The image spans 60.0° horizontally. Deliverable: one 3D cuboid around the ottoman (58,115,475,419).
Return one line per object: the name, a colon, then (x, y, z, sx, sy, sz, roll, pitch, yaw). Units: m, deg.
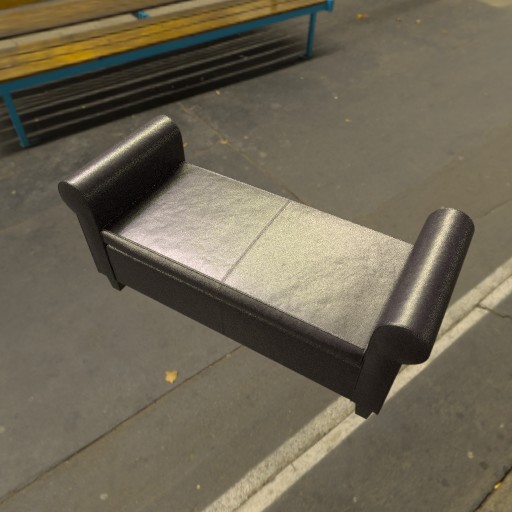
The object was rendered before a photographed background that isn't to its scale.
ottoman: (0.000, 0.000, 1.577, 1.256, 0.547, 0.521, 23, 50, 21)
